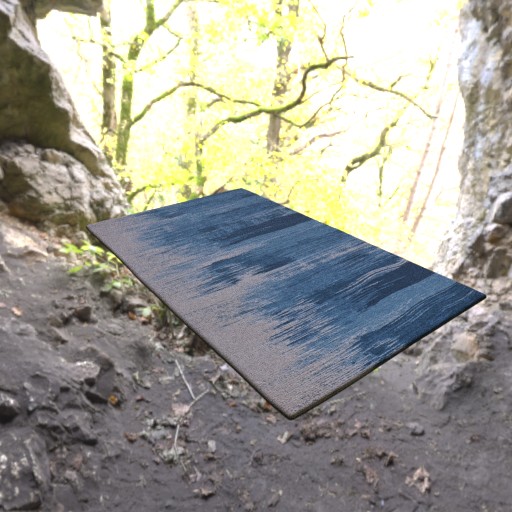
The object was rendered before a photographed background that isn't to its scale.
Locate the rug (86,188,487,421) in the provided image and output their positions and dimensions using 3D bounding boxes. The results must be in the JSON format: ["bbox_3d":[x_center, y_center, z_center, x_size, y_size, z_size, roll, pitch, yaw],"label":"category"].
[{"bbox_3d":[0.000,0.000,3.022,1.540,0.027,2.450,-19,33,-33],"label":"rug"}]
